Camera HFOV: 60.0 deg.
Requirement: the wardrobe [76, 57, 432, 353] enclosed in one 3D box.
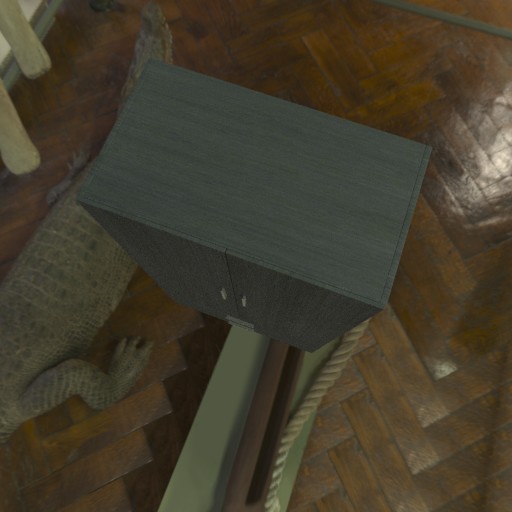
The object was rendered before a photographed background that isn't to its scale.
[{"bbox_3d":[0.000,0.000,2.256,0.991,1.808,0.577,20,75,6],"label":"wardrobe"}]
